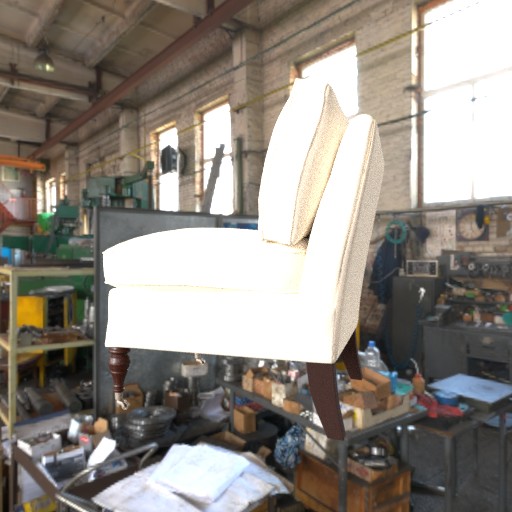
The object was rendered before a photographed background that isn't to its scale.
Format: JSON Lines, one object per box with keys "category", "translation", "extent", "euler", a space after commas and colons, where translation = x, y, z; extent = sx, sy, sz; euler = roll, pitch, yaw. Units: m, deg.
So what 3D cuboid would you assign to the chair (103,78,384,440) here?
{"category": "chair", "translation": [0.000, 0.000, 1.434], "extent": [0.781, 0.887, 0.630], "euler": [0, 1, 18]}
